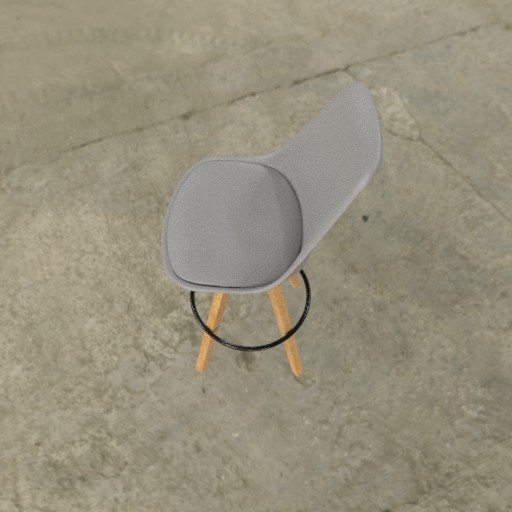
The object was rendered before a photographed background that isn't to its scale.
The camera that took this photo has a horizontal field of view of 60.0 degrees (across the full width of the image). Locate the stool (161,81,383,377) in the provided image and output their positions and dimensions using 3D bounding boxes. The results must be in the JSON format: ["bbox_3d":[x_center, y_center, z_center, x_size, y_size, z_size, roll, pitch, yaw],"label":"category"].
[{"bbox_3d":[0.000,0.000,1.430,0.550,1.115,0.485,2,58,1],"label":"stool"}]
